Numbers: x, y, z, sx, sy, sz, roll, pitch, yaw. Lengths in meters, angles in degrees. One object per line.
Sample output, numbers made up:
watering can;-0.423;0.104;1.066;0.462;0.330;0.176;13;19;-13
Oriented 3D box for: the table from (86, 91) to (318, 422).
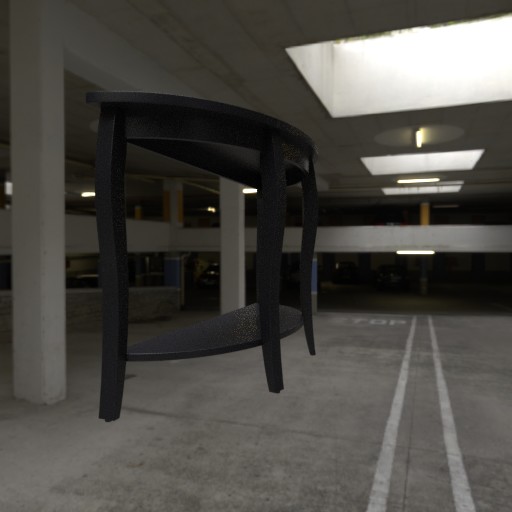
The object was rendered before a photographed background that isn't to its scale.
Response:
table;0.000;0.000;1.542;0.394;0.780;1.219;0;1;20
